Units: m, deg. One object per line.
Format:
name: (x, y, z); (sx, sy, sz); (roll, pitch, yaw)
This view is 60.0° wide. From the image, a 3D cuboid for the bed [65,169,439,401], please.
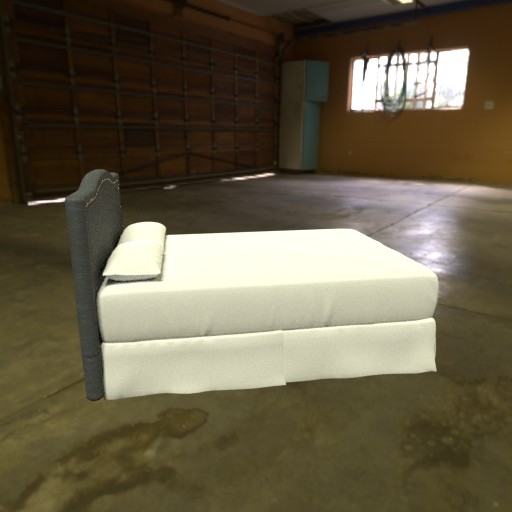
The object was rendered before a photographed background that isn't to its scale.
bed: (0.000, 0.000, 3.686); (2.507, 1.441, 1.747); (-3, 16, -10)
